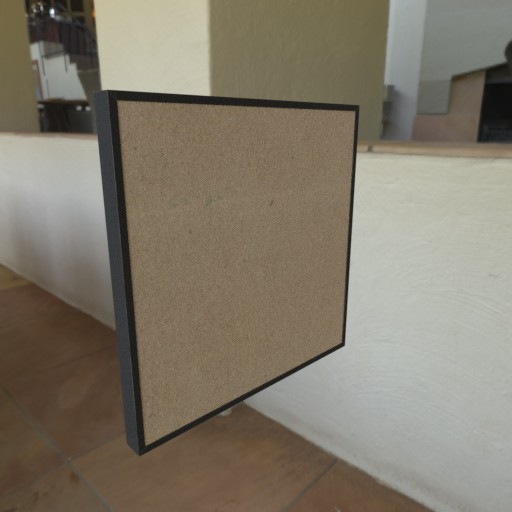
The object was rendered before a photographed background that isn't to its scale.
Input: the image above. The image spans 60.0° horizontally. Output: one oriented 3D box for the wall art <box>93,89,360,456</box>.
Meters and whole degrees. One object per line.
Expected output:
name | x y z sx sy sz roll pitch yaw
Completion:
wall art | 0.000 0.000 0.763 0.508 0.508 0.038 -14 21 -41
